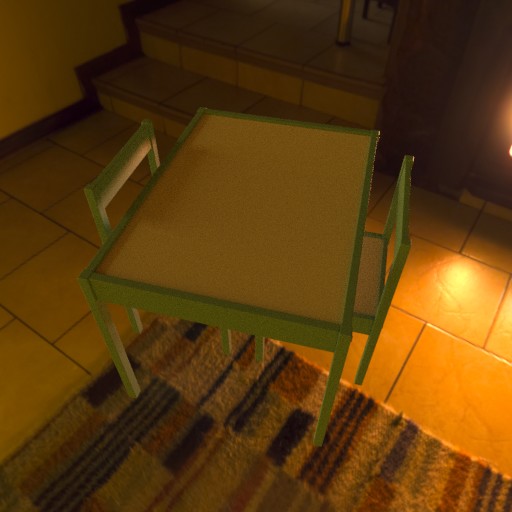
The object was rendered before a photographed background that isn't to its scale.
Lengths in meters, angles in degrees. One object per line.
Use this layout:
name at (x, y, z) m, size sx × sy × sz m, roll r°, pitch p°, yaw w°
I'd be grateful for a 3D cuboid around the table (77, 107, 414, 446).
table at (0.000, 0.000, 1.097) m, size 0.633 × 0.503 × 0.639 m, roll 11°, pitch 47°, yaw 10°
